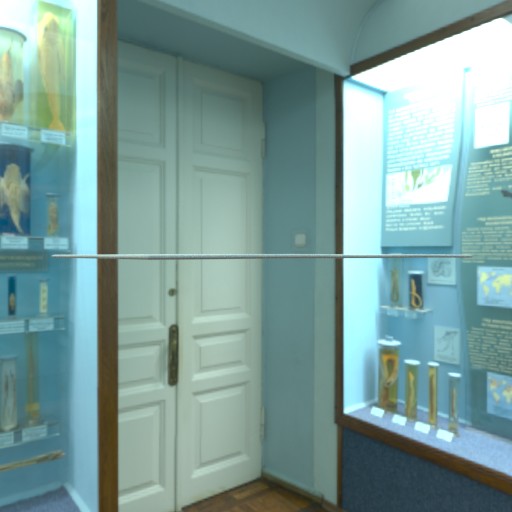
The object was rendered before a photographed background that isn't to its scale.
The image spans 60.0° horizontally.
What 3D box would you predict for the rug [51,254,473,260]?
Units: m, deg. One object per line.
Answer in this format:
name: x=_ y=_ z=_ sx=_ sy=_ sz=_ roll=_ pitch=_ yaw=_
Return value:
rug: x=0.000 y=0.000 z=4.086 sx=3.066 sy=0.030 sz=2.462 roll=0 pitch=0 yaw=-36
